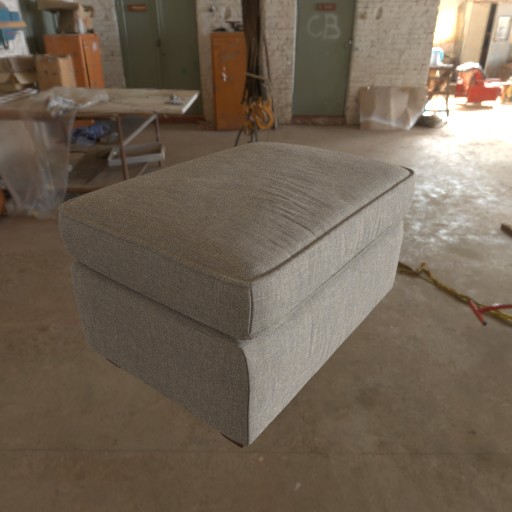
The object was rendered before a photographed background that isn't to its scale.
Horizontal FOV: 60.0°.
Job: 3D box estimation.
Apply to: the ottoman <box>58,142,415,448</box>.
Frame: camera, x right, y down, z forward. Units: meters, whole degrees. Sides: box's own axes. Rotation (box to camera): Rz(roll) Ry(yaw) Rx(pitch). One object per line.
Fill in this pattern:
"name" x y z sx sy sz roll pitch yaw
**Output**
"ottoman" 0.000 0.000 1.146 0.559 0.457 0.762 19 34 32
